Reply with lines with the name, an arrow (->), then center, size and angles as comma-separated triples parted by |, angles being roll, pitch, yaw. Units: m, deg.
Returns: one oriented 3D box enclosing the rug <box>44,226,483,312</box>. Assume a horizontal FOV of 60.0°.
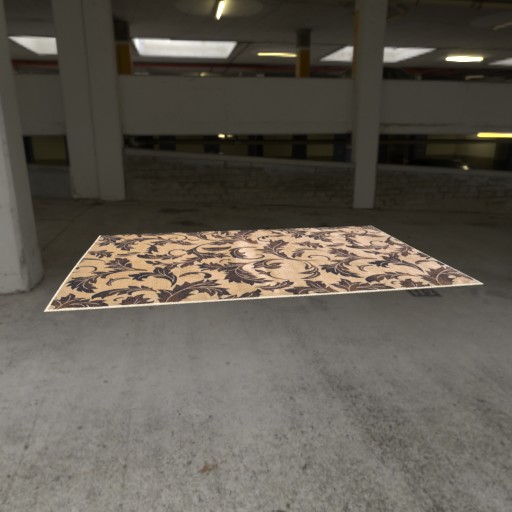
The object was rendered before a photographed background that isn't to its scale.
rug -> 0.000, 0.000, 2.962 | 2.284, 0.008, 1.522 | -3, 17, -9
